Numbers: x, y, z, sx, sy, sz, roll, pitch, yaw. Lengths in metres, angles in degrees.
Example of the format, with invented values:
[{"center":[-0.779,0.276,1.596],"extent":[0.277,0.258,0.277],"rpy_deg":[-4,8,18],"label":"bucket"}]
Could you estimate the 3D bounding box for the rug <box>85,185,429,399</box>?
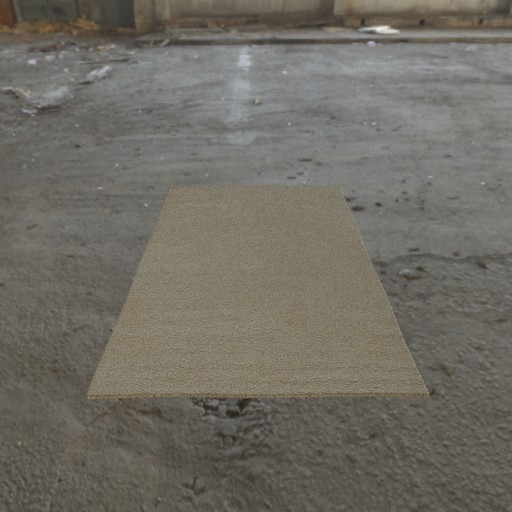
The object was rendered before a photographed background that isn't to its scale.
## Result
[{"center":[0.000,0.000,2.933],"extent":[1.500,0.025,2.346],"rpy_deg":[0,32,0],"label":"rug"}]
